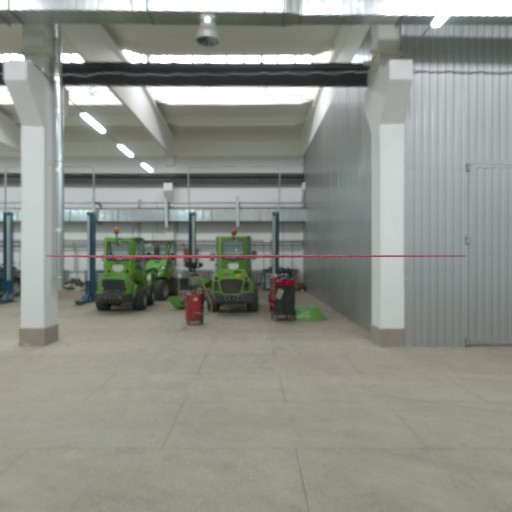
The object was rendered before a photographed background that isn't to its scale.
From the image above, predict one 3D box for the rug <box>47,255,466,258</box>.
[{"bbox_3d":[0.000,0.000,2.840,2.184,0.007,1.579,0,0,-36],"label":"rug"}]
